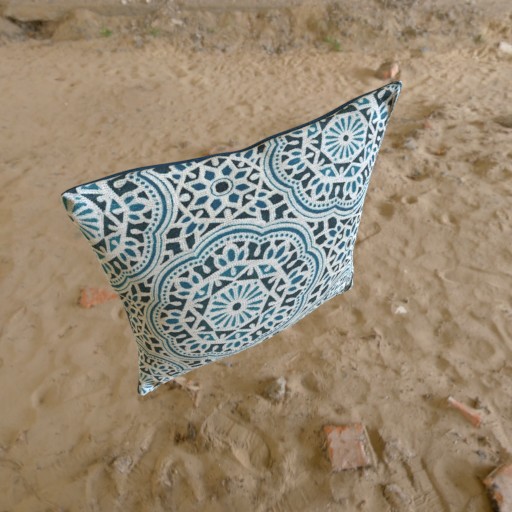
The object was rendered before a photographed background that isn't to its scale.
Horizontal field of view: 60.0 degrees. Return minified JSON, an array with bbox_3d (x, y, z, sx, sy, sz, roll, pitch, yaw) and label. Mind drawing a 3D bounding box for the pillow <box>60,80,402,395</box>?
[{"bbox_3d":[0.000,0.000,0.642,0.440,0.420,0.145,-24,51,-21],"label":"pillow"}]
